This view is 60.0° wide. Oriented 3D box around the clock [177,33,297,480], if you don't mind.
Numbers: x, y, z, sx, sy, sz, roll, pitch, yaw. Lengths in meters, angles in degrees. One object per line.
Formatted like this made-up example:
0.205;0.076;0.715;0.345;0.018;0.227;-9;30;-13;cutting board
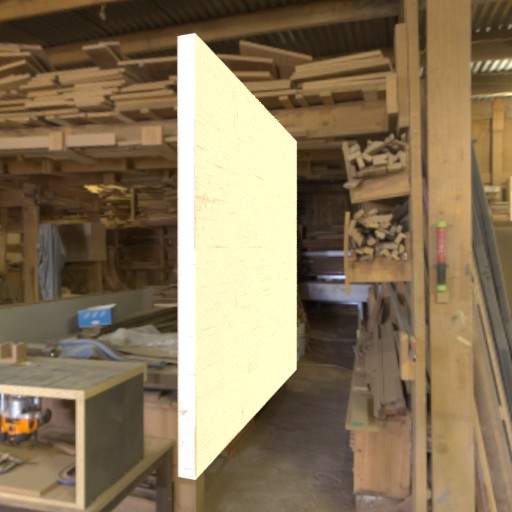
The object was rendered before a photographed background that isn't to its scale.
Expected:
0.000;0.000;1.039;0.032;0.705;0.705;0;0;18;clock
